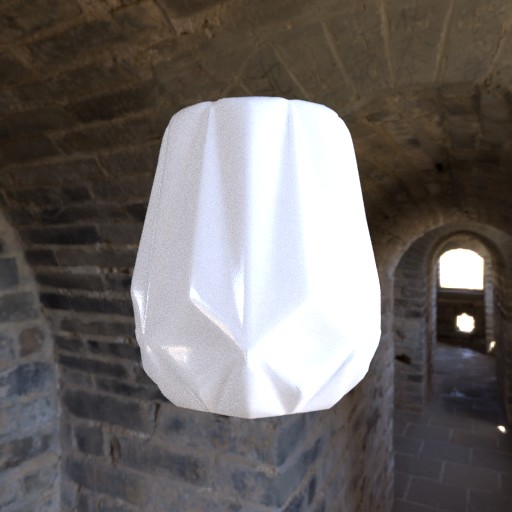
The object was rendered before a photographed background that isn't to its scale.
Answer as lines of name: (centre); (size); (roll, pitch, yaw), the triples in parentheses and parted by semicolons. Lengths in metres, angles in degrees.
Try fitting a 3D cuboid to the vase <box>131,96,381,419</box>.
vase: (0.000, 0.000, 0.258); (0.141, 0.152, 0.141); (0, 0, 0)
